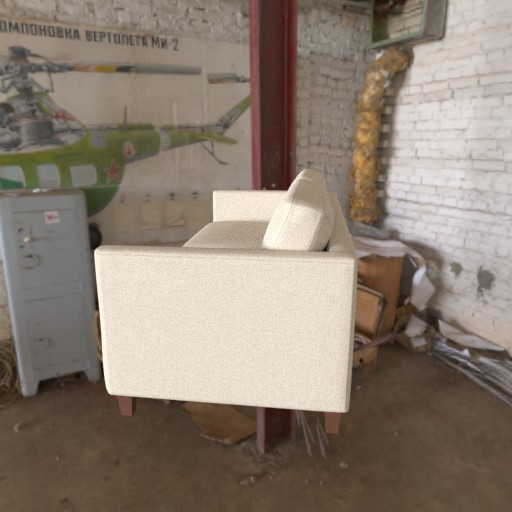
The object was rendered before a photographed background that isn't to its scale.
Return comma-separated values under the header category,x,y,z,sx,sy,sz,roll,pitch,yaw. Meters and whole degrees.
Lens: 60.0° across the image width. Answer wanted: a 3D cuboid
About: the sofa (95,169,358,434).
category,x,y,z,sx,sy,sz,roll,pitch,yaw
sofa,0.000,0.000,2.515,0.965,0.889,1.981,2,15,7
